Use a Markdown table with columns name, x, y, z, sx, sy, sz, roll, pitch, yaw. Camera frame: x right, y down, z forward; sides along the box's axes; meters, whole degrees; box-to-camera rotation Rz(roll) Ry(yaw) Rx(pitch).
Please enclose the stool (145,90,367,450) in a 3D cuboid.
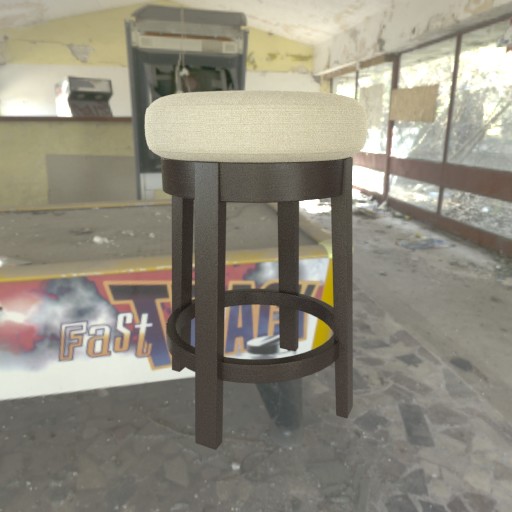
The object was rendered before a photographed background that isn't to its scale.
| name | x | y | z | sx | sy | sz | roll | pitch | yaw |
| --- | --- | --- | --- | --- | --- | --- | --- | --- | --- |
| stool | 0.000 | 0.000 | 0.954 | 0.449 | 0.655 | 0.449 | 0 | 16 | 0 |
